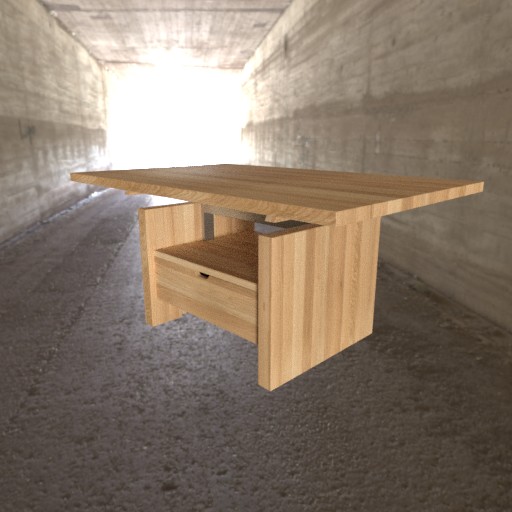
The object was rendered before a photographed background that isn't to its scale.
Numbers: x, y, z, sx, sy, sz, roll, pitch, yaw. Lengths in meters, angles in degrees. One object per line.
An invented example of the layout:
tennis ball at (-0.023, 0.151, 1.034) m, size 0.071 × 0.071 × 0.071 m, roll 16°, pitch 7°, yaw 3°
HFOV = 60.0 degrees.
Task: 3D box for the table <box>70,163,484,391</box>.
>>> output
table at (0.000, 0.000, 1.442) m, size 0.700 × 0.510 × 1.100 m, roll -15°, pitch 21°, yaw -43°
